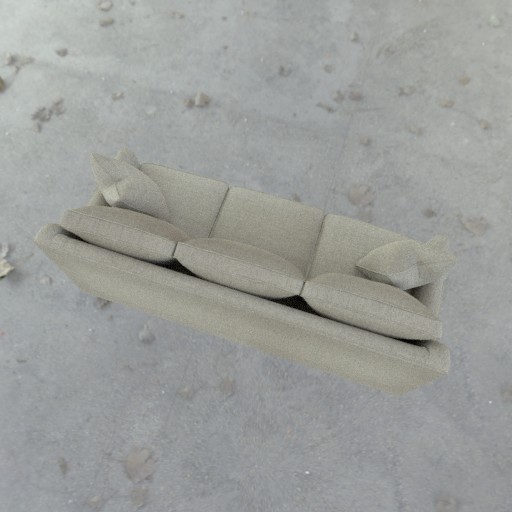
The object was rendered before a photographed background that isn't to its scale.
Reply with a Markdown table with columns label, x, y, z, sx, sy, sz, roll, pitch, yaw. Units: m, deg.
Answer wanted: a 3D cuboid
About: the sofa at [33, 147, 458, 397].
| label | x | y | z | sx | sy | sz | roll | pitch | yaw |
| --- | --- | --- | --- | --- | --- | --- | --- | --- | --- |
| sofa | 0.000 | 0.000 | 2.504 | 2.031 | 0.914 | 0.865 | 17 | 66 | 8 |
